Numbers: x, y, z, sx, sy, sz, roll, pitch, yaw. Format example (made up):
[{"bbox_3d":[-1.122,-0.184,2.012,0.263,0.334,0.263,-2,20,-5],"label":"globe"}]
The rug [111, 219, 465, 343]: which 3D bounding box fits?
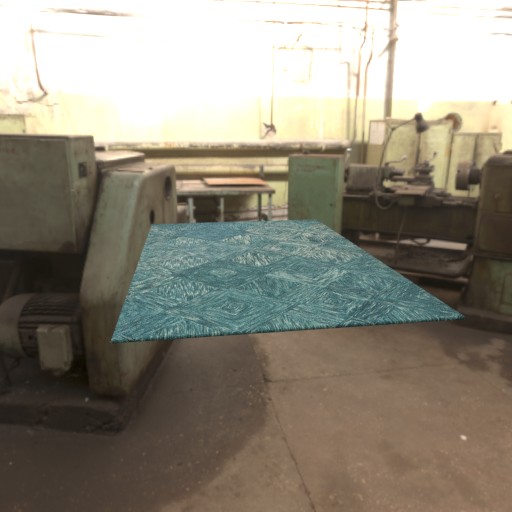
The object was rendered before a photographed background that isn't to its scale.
[{"bbox_3d":[0.000,0.000,2.900,1.490,0.015,2.277,-2,16,-9],"label":"rug"}]
